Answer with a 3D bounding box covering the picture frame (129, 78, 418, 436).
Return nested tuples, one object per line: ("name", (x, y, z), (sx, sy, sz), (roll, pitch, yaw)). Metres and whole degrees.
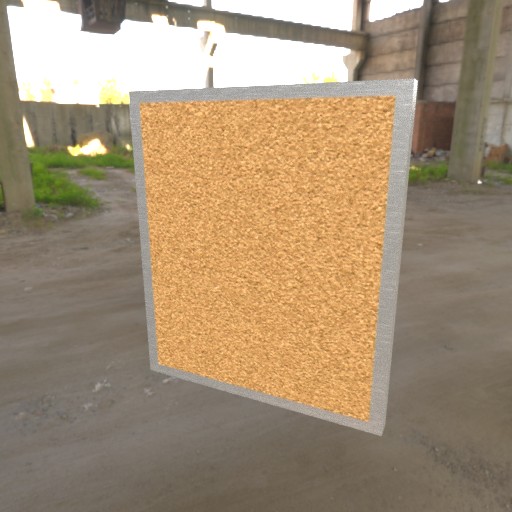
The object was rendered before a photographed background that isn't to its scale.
("picture frame", (0.000, 0.000, 0.528), (0.327, 0.378, 0.027), (8, 18, 25))
